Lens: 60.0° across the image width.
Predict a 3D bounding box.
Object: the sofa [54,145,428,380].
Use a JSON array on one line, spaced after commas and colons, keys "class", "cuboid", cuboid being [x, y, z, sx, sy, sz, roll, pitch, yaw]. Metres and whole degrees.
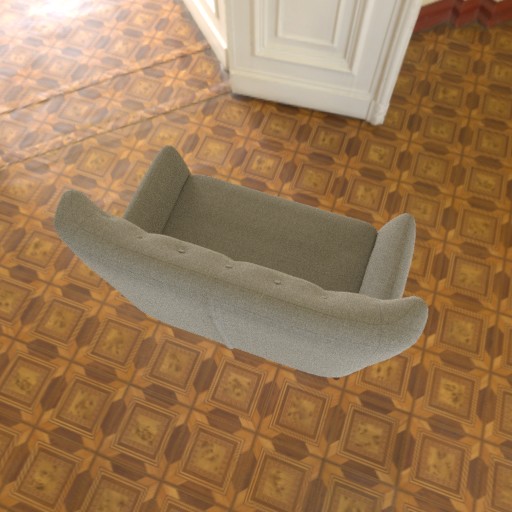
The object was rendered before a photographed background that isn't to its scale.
[{"class": "sofa", "cuboid": [0.000, 0.000, 2.060, 1.386, 1.028, 0.884, 18, 65, 9]}]
